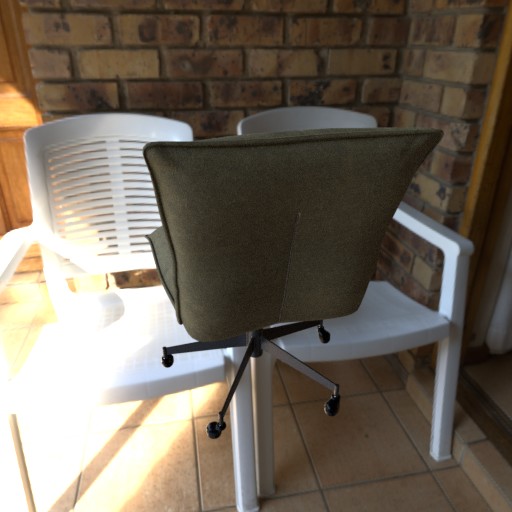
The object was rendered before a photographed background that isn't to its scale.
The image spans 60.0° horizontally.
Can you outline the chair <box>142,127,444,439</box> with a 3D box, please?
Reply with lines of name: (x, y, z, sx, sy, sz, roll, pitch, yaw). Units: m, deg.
chair: (0.000, 0.000, 1.271, 0.597, 0.811, 0.696, -8, 27, -15)
